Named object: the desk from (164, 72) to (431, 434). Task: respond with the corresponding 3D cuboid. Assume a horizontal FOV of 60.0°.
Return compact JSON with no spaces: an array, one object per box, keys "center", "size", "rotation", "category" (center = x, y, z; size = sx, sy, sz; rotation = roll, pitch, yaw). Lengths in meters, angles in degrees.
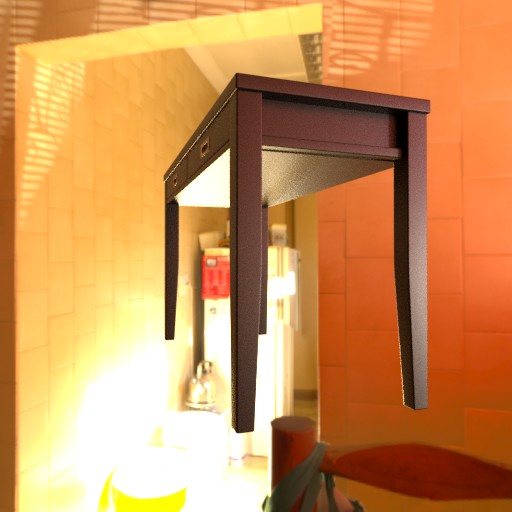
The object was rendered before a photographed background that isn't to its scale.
[{"center":[0.000,0.000,1.600],"size":[0.508,0.775,1.220],"rotation":[0,0,-19],"category":"desk"}]
